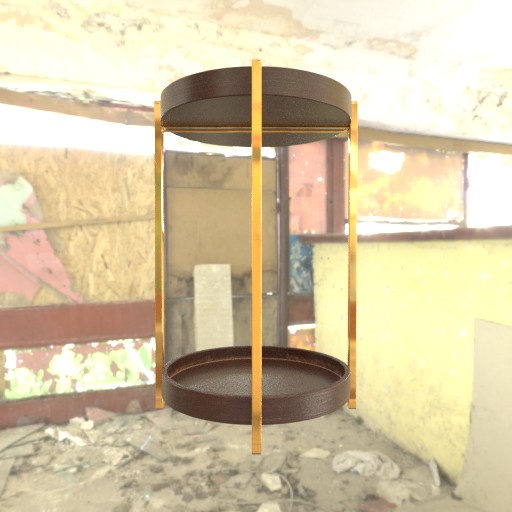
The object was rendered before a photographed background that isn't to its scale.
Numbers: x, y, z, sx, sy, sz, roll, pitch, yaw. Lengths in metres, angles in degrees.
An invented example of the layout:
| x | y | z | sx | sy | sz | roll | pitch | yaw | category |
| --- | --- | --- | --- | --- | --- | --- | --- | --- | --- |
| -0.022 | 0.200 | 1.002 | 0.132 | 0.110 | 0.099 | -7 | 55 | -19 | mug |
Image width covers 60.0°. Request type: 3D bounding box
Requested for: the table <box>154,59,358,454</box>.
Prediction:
| x | y | z | sx | sy | sz | roll | pitch | yaw | category |
| --- | --- | --- | --- | --- | --- | --- | --- | --- | --- |
| 0.000 | 0.000 | 0.883 | 0.400 | 0.610 | 0.400 | 0 | 1 | 0 | table |
